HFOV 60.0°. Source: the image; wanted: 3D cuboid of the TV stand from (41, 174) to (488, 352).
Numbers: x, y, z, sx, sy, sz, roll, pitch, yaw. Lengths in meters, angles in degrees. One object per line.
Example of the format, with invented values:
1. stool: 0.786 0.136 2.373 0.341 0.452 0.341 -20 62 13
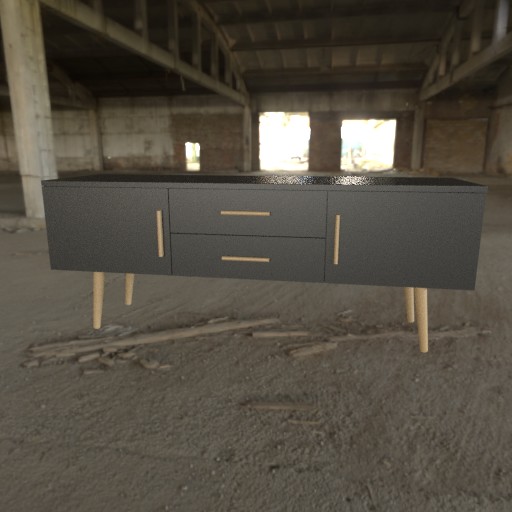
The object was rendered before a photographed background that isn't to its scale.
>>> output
1. TV stand: 0.000 0.000 1.514 1.312 0.518 0.390 2 14 9
